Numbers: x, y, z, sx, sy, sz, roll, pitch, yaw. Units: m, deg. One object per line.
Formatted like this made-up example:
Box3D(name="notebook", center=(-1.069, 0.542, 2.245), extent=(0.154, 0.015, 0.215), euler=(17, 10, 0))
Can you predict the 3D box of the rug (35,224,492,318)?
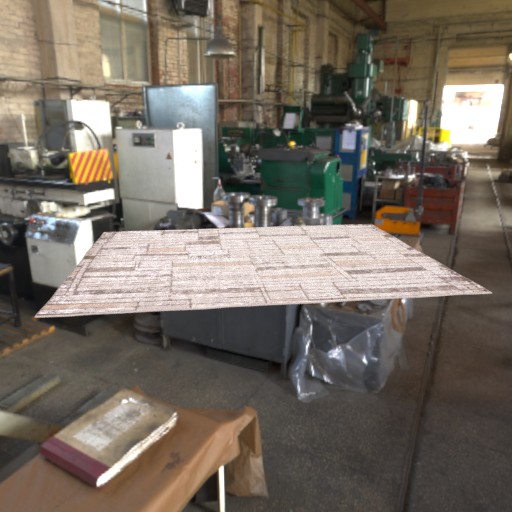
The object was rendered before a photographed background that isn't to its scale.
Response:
Box3D(name="rug", center=(0.000, 0.000, 4.359), extent=(3.357, 0.019, 2.449), euler=(-2, 17, -7))
